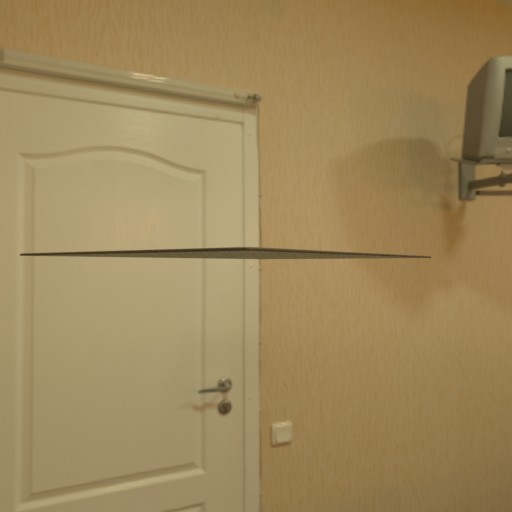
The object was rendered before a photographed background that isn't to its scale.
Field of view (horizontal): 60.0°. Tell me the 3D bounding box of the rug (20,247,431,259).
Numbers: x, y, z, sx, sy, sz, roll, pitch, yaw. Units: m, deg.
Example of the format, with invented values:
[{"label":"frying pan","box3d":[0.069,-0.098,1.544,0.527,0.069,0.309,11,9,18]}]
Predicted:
[{"label":"rug","box3d":[0.000,0.000,2.727,1.523,0.012,2.133,-1,-1,36]}]
